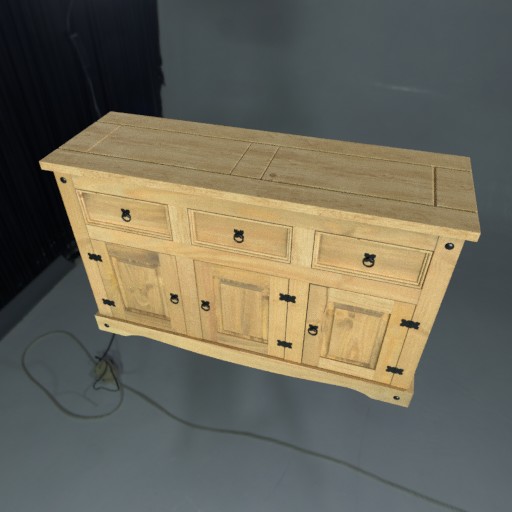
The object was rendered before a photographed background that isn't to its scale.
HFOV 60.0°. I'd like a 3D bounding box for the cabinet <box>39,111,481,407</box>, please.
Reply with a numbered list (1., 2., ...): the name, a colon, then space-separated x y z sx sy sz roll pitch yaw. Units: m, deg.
1. cabinet: 0.000 0.000 1.688 1.321 0.810 0.432 11 41 13
